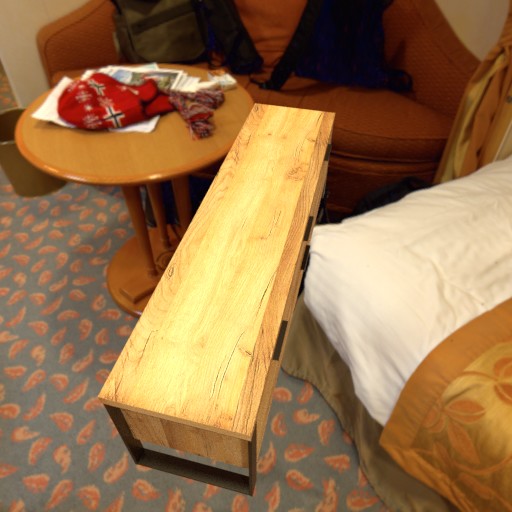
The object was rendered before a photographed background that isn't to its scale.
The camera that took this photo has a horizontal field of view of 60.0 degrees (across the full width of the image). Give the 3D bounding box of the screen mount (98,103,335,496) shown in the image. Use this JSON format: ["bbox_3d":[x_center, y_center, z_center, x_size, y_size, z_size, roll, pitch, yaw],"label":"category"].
[{"bbox_3d":[0.000,0.000,1.701,0.395,0.450,1.524,10,47,10],"label":"screen mount"}]
